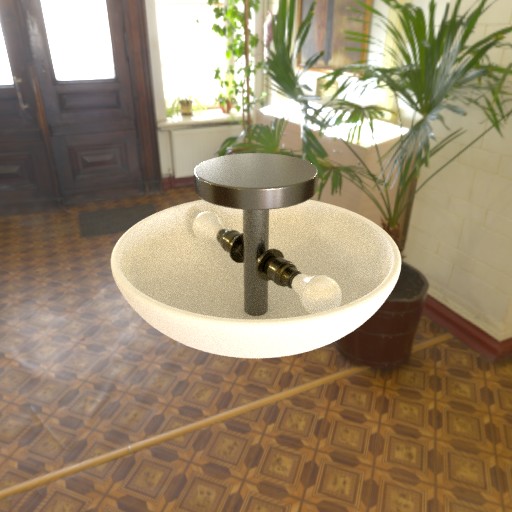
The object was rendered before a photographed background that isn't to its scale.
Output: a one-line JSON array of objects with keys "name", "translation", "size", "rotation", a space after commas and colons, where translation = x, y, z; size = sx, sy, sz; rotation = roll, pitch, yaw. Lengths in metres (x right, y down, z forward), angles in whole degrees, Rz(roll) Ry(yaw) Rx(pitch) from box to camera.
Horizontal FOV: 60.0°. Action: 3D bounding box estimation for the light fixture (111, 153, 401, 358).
[{"name": "light fixture", "translation": [0.000, 0.000, 0.531], "size": [0.330, 0.214, 0.330], "rotation": [0, 27, 0]}]
